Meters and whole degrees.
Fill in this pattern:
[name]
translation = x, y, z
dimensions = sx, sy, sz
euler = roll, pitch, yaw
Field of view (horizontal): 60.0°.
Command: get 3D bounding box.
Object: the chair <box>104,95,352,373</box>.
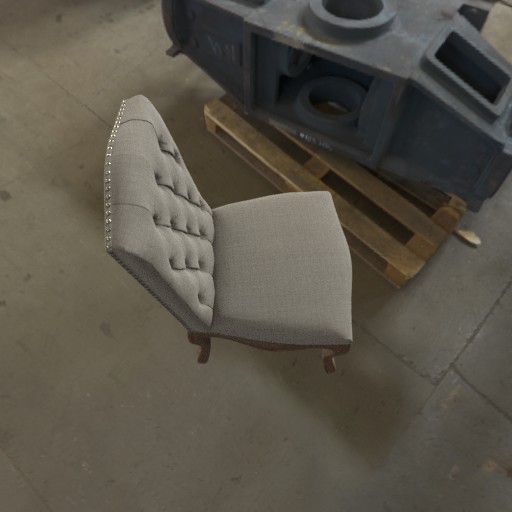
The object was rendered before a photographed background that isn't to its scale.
[chair]
translation = 0.000, 0.000, 1.601
dimensions = 0.731, 1.191, 0.637
euler = -2, 64, -1
